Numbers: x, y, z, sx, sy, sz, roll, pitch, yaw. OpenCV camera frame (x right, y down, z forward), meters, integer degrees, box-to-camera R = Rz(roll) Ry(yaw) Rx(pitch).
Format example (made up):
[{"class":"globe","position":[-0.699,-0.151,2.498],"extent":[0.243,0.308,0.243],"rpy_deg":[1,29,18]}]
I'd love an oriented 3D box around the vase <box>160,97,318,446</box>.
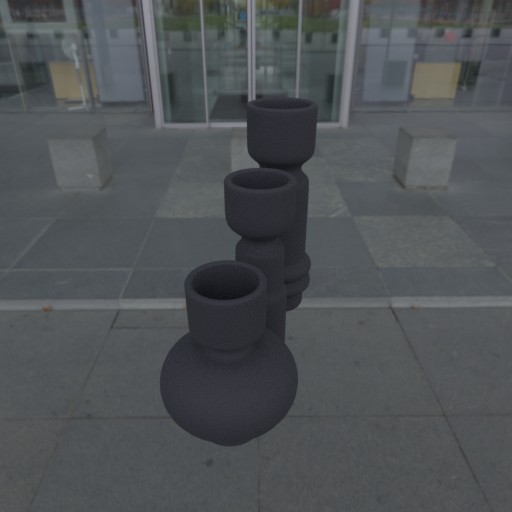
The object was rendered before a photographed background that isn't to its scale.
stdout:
[{"class":"vase","position":[0.000,0.000,0.433],"extent":[0.120,0.249,0.307],"rpy_deg":[7,30,12]}]
